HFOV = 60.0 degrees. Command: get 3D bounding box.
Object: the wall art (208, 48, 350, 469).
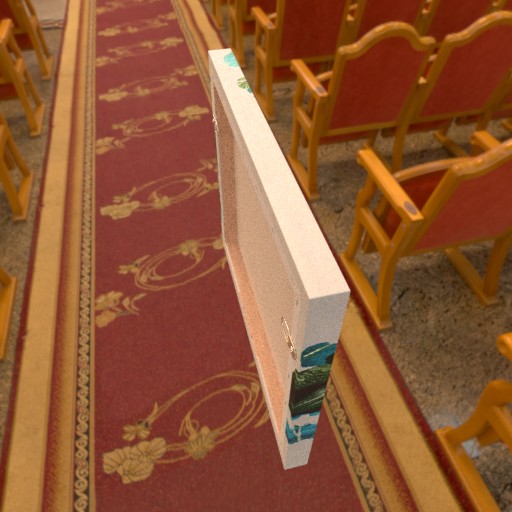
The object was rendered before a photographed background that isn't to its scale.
[{"bbox_3d":[0.000,0.000,0.697,0.041,0.435,0.507,-10,48,-9],"label":"wall art"}]
